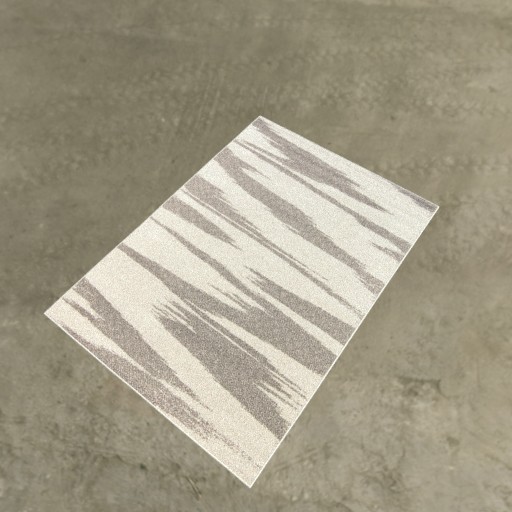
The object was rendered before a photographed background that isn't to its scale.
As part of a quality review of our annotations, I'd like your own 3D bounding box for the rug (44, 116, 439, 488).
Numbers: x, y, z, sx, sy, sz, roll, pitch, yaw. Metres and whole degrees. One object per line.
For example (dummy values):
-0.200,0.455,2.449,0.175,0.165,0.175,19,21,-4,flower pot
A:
0.000,0.000,2.815,1.533,0.010,2.142,32,63,19,rug
